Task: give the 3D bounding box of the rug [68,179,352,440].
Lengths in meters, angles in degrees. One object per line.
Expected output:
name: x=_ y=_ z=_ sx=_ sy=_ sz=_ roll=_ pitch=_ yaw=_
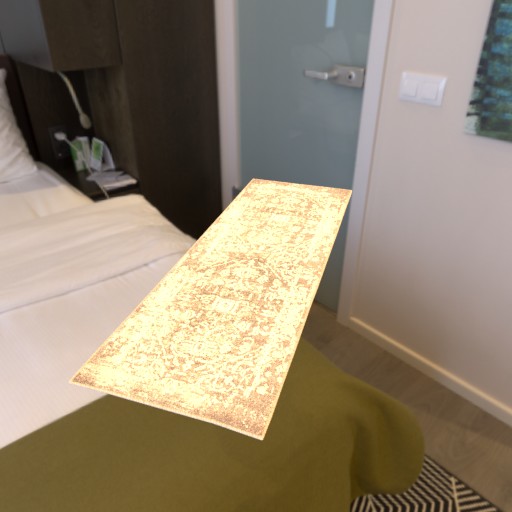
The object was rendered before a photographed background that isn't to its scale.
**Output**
rug: x=0.000 y=0.000 z=2.710 sx=0.855 sy=0.017 sz=2.452 roll=9 pitch=32 yaw=15
